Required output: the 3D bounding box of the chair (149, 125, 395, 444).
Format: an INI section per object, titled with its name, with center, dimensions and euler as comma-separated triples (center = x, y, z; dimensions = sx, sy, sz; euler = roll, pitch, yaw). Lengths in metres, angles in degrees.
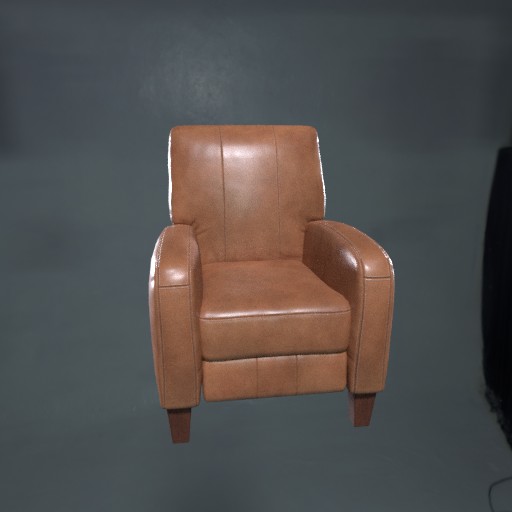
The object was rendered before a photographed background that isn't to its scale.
[chair]
center = 0.000, 0.000, 1.738
dimensions = 0.762, 0.990, 0.990
euler = -2, 16, -8
